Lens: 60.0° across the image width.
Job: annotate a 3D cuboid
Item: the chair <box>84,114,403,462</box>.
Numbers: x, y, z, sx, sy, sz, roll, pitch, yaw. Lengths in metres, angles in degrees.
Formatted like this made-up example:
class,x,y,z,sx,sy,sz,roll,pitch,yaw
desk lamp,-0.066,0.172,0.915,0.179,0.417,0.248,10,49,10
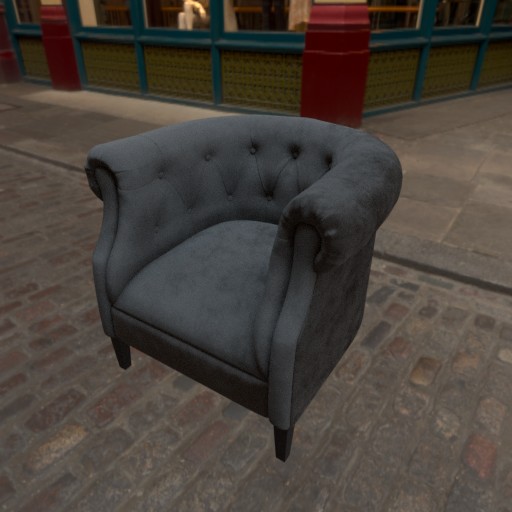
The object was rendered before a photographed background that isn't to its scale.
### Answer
class,x,y,z,sx,sy,sz,roll,pitch,yaw
chair,0.000,0.000,1.572,0.904,0.826,0.851,19,35,28
